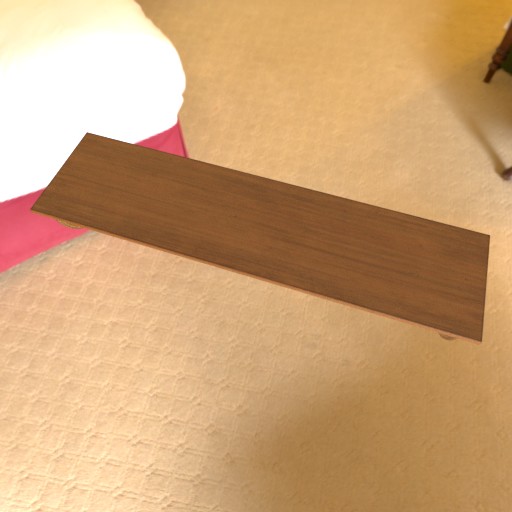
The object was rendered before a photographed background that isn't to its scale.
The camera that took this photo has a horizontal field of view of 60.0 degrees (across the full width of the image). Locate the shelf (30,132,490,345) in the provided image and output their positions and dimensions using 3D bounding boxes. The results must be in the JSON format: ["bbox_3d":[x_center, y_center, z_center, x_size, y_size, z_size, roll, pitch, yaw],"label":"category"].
[{"bbox_3d":[0.000,0.000,0.712,0.636,0.190,0.166,16,61,9],"label":"shelf"}]
